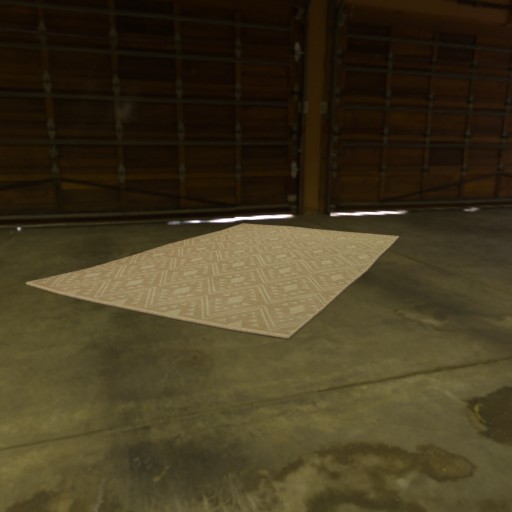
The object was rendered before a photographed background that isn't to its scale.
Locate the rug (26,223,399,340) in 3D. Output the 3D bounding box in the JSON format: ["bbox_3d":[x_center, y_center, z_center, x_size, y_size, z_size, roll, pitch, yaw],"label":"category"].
[{"bbox_3d":[0.000,0.000,3.101,1.553,0.053,2.430,7,15,26],"label":"rug"}]
